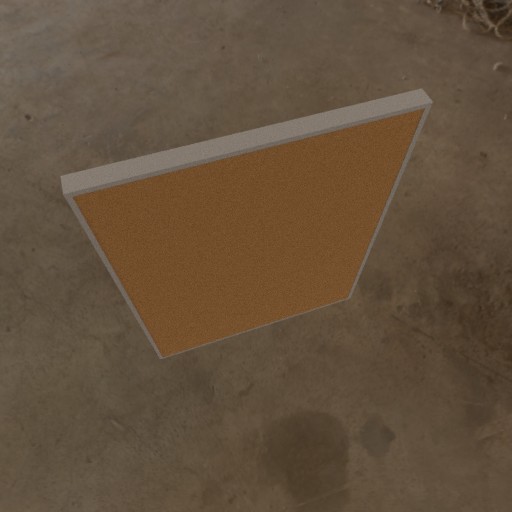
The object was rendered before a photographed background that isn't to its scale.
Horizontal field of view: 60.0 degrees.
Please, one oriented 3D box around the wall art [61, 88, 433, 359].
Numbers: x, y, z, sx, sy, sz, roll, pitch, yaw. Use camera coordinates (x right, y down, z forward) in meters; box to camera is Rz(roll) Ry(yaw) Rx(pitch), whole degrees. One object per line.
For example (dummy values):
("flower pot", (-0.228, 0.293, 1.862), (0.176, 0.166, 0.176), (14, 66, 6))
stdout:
("wall art", (0.000, 0.000, 1.036), (0.611, 0.763, 0.055), (-16, 60, -10))
